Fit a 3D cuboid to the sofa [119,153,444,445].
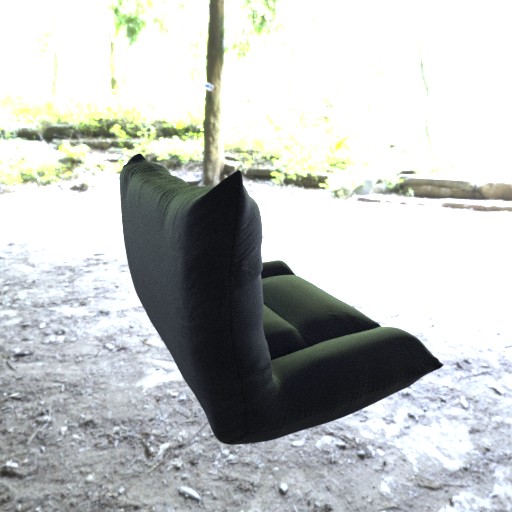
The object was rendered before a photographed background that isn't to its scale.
[{"bbox_3d":[0.000,0.000,1.694,0.849,0.778,1.122,-8,19,-24],"label":"sofa"}]
